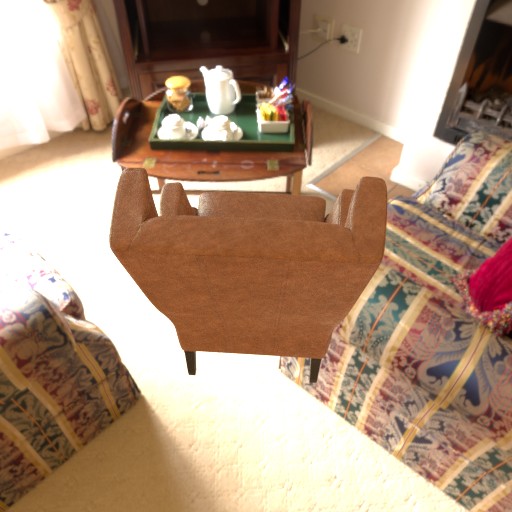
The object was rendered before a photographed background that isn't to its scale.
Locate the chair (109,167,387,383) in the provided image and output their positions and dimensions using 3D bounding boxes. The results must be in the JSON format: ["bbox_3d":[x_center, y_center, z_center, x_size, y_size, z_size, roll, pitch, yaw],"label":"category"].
[{"bbox_3d":[0.000,0.000,1.733,0.853,1.016,0.926,3,45,3],"label":"chair"}]
